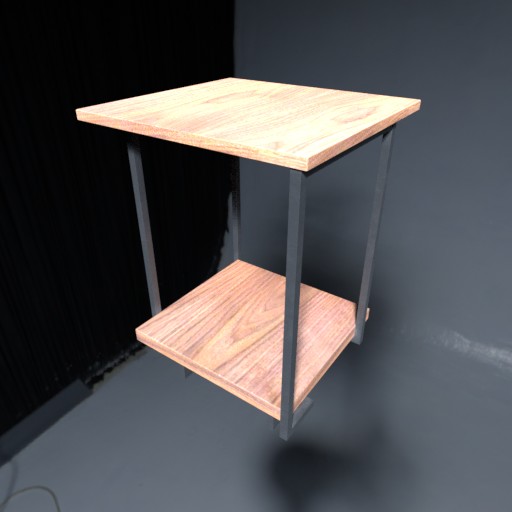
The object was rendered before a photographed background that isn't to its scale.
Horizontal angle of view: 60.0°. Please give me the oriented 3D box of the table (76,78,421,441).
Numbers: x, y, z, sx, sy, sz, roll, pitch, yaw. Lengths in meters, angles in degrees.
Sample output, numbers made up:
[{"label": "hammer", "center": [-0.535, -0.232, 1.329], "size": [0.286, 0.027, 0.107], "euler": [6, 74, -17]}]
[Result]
[{"label": "table", "center": [0.000, 0.000, 0.858], "size": [0.411, 0.567, 0.384], "euler": [20, 36, 30]}]
